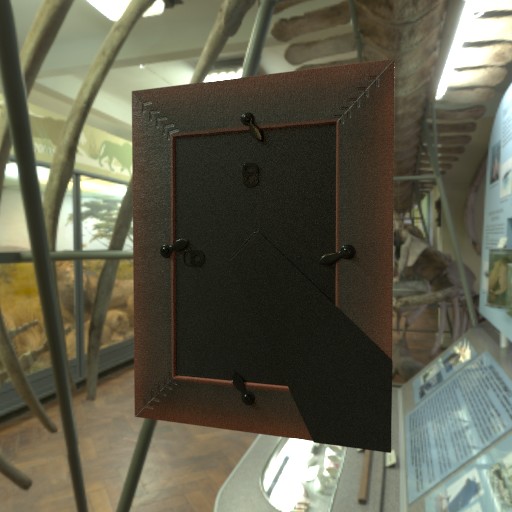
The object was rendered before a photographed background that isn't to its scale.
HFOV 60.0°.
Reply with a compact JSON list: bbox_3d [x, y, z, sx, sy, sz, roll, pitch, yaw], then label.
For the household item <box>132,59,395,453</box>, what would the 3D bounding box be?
[{"bbox_3d":[0.000,0.000,0.278,0.165,0.216,0.025,0,2,18],"label":"household item"}]
